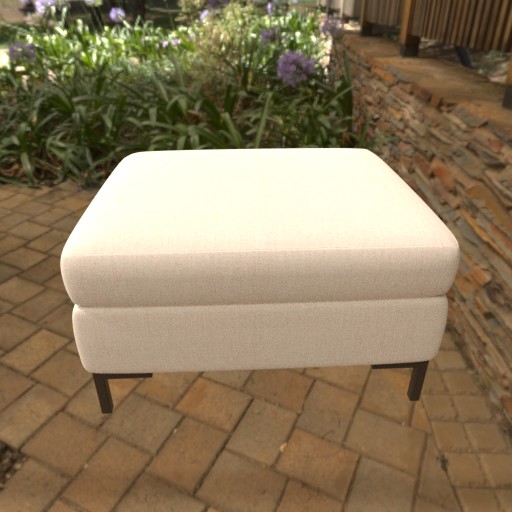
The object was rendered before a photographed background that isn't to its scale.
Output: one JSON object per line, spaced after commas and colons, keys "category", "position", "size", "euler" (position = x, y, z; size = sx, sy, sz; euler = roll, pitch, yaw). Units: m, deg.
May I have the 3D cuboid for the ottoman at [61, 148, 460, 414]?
{"category": "ottoman", "position": [0.000, 0.000, 1.188], "size": [0.794, 0.453, 0.657], "euler": [-1, 30, -3]}
